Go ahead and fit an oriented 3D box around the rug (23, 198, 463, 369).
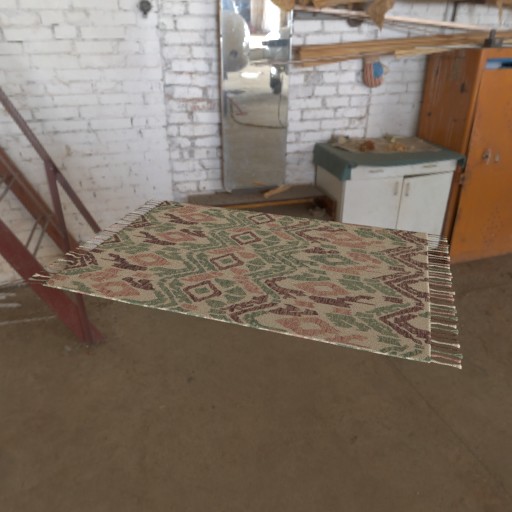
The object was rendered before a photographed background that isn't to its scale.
[{"bbox_3d":[0.000,0.000,2.928,2.438,0.011,1.524,9,29,16],"label":"rug"}]
